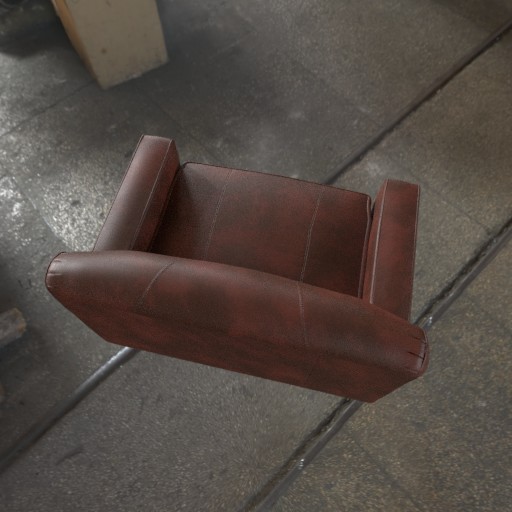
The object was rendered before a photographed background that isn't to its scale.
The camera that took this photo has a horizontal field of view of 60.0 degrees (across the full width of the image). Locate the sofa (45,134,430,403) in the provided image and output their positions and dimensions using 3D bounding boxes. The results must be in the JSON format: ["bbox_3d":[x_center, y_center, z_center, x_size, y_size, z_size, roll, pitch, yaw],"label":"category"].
[{"bbox_3d":[0.000,0.000,2.088,1.413,0.956,1.000,12,65,6],"label":"sofa"}]
